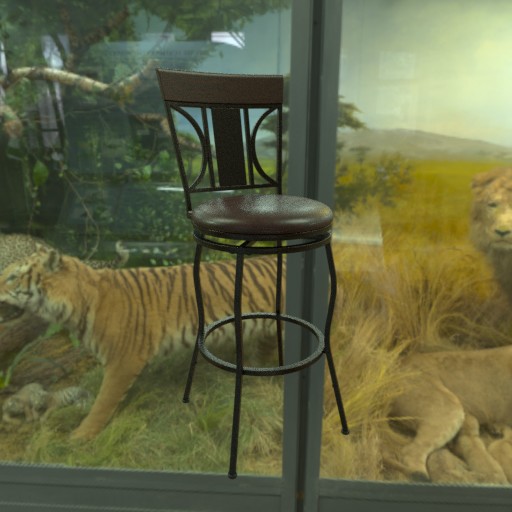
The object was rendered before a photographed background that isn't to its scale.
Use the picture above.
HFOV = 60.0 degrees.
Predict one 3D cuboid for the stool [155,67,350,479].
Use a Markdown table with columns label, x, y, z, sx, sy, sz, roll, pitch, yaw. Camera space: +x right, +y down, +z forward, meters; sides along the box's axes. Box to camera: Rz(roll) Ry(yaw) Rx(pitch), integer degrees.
| label | x | y | z | sx | sy | sz | roll | pitch | yaw |
| --- | --- | --- | --- | --- | --- | --- | --- | --- | --- |
| stool | 0.000 | 0.000 | 1.405 | 0.448 | 1.130 | 0.513 | -8 | 18 | -26 |
